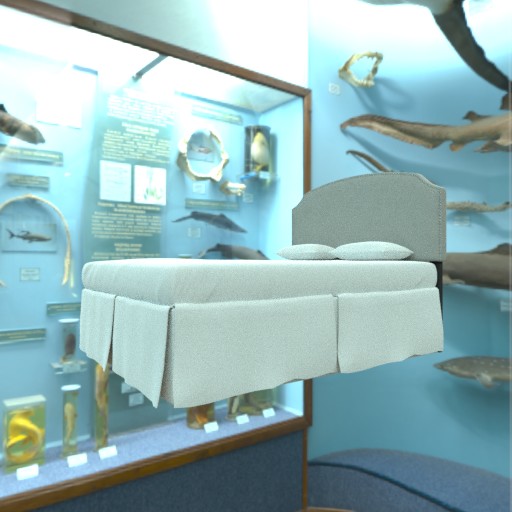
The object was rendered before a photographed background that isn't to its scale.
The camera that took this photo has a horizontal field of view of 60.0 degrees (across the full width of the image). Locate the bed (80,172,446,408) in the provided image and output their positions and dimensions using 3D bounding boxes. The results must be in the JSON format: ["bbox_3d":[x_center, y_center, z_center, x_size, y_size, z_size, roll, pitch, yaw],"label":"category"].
[{"bbox_3d":[0.000,0.000,2.958,1.999,1.270,1.558,0,0,-35],"label":"bed"}]
